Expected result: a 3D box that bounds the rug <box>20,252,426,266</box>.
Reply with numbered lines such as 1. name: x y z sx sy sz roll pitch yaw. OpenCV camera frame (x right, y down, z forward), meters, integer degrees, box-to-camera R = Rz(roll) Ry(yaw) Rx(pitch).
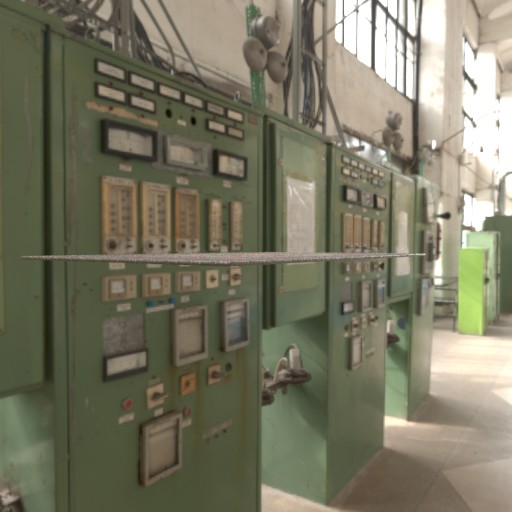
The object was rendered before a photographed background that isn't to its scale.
1. rug: 0.000 0.000 2.193 1.144 0.014 1.748 1 1 37
